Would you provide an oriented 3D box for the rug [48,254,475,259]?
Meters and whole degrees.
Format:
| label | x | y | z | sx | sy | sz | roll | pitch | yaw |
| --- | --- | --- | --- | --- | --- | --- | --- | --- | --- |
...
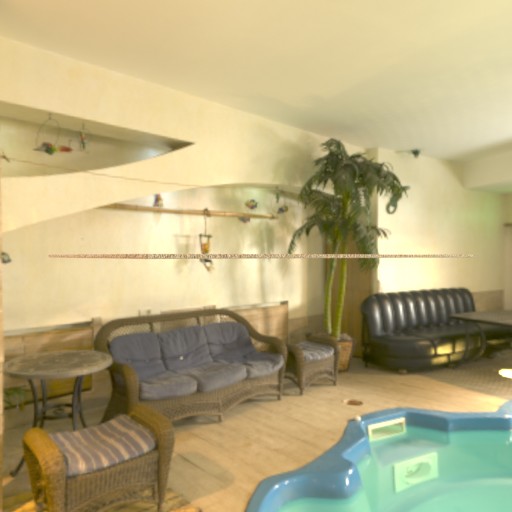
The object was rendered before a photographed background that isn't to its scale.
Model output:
| label | x | y | z | sx | sy | sz | roll | pitch | yaw |
| --- | --- | --- | --- | --- | --- | --- | --- | --- | --- |
| rug | 0.000 | 0.000 | 3.985 | 3.000 | 0.025 | 2.400 | 0 | 0 | -35 |
